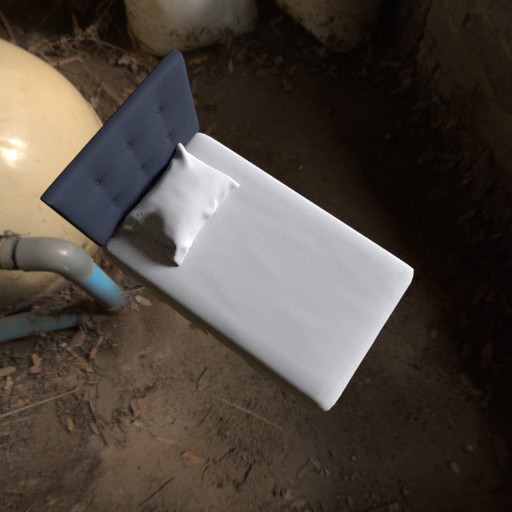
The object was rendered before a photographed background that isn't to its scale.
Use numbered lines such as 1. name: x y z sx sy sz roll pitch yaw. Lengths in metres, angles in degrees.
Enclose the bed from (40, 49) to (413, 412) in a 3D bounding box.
1. bed: 0.000 0.000 3.018 1.997 1.571 1.261 34 78 8
